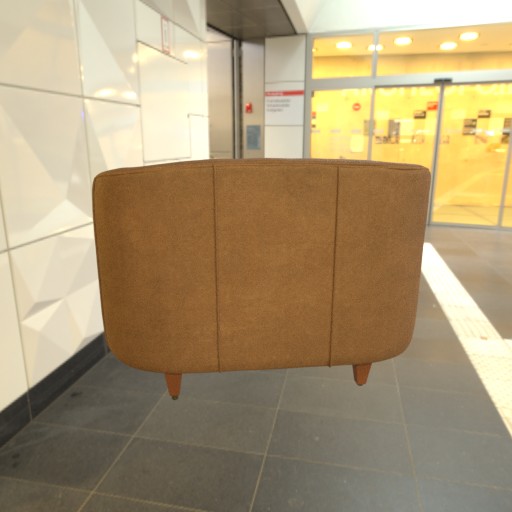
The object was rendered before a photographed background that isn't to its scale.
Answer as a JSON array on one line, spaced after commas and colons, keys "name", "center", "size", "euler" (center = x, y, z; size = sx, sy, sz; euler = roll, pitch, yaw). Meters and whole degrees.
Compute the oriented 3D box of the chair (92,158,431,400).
[{"name": "chair", "center": [0.000, 0.000, 1.754], "size": [1.118, 0.787, 0.914], "euler": [-2, 15, -8]}]
